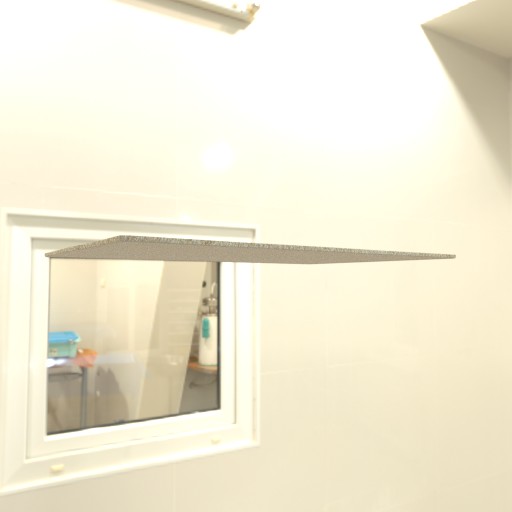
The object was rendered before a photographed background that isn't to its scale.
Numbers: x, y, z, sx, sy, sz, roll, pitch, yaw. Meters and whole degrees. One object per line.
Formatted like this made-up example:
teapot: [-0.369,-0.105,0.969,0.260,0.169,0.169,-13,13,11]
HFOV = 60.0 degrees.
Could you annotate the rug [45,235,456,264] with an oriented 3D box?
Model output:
rug: [0.000,0.000,2.972,2.349,0.025,1.500,2,-4,-36]
